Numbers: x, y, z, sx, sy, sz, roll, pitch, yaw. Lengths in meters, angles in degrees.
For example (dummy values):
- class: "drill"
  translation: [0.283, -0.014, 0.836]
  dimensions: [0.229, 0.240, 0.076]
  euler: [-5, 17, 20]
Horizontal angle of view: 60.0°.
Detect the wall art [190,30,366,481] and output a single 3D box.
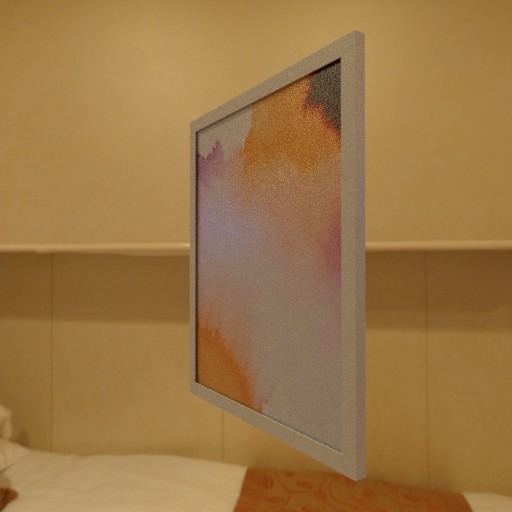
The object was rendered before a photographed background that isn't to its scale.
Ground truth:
- class: "wall art"
  translation: [0.000, 0.000, 1.074]
  dimensions: [0.026, 0.811, 0.661]
  euler: [0, -1, -35]
